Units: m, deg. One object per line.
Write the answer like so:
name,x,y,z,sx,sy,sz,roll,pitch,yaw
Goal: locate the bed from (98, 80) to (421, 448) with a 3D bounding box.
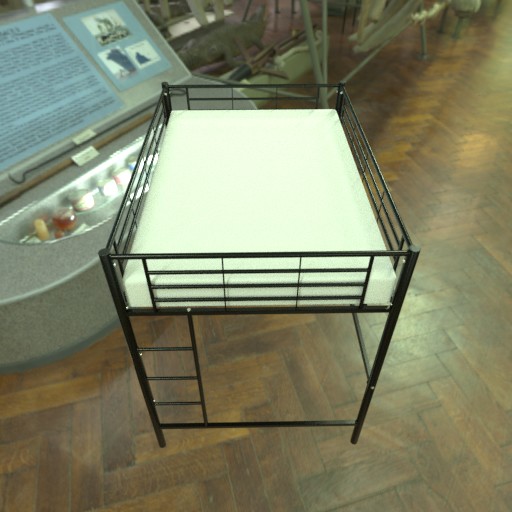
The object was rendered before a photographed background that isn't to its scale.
bed,0.000,0.000,3.241,1.397,1.803,1.994,-1,42,-1
